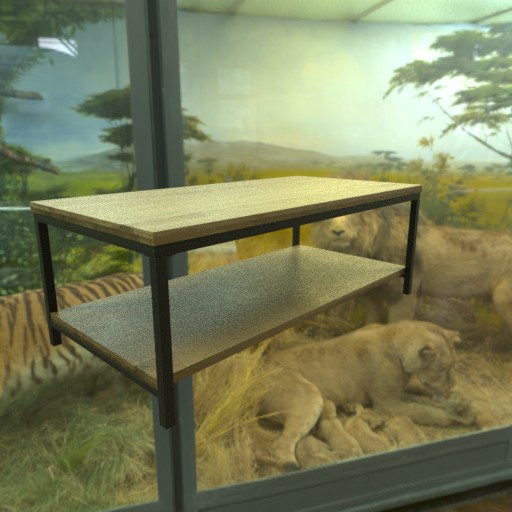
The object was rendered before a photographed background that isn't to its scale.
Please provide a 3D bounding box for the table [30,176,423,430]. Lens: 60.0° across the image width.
[{"bbox_3d":[0.000,0.000,1.386,0.551,0.399,1.100,14,20,42],"label":"table"}]
